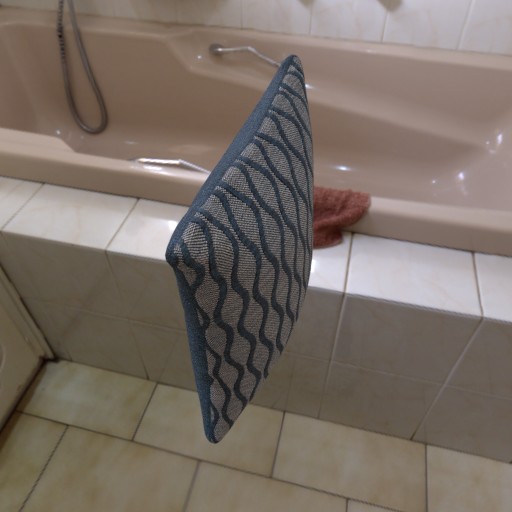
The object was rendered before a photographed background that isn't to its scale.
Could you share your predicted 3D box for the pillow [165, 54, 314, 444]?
[{"bbox_3d":[0.000,0.000,0.665,0.159,0.435,0.435,12,47,11],"label":"pillow"}]
